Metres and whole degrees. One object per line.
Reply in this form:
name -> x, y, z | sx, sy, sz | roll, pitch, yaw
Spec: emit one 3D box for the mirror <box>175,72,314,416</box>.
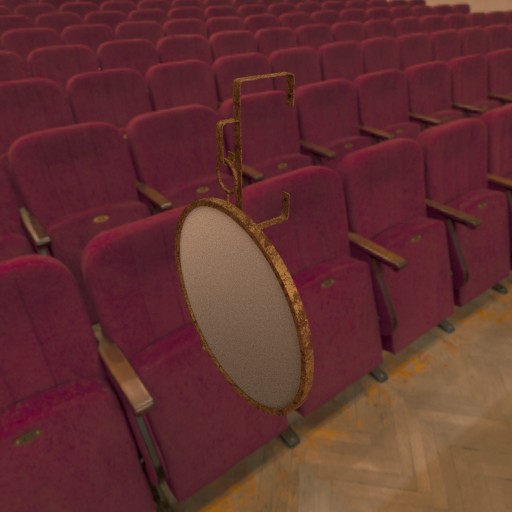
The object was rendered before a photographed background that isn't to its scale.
mirror -> 0.000, 0.000, 0.856 | 0.144, 0.651, 0.447 | -22, 38, -31
